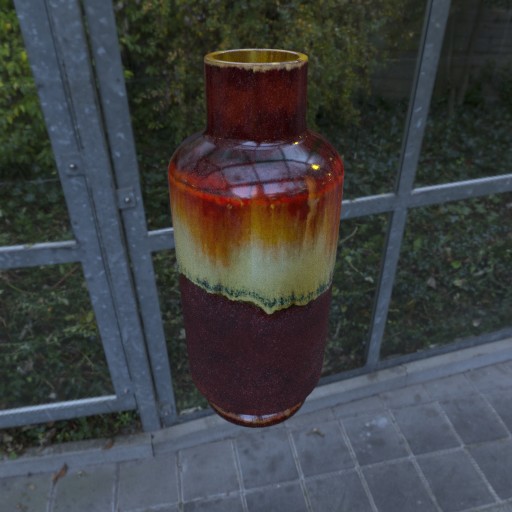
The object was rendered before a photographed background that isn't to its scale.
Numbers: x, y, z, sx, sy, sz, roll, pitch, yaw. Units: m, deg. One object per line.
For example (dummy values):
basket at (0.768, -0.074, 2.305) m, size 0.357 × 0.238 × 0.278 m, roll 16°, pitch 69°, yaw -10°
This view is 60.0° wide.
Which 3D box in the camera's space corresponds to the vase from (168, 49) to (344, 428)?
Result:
vase at (0.000, 0.000, 0.314) m, size 0.111 × 0.261 × 0.111 m, roll 0°, pitch 32°, yaw 0°
